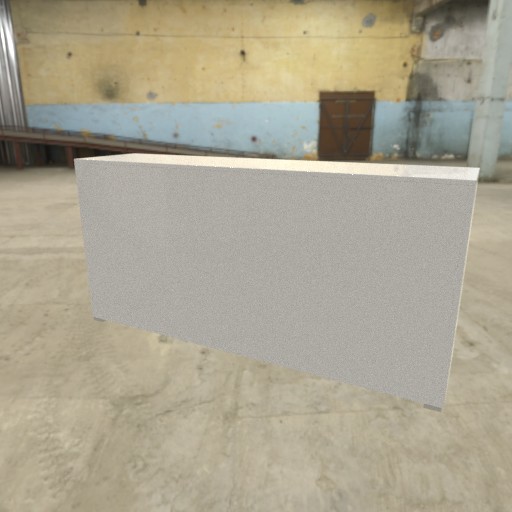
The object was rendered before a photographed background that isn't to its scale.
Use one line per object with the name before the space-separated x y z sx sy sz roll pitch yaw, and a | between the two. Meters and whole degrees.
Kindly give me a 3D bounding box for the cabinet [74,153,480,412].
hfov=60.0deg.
cabinet | 0.000 0.000 1.940 1.650 0.800 0.400 8 19 26
